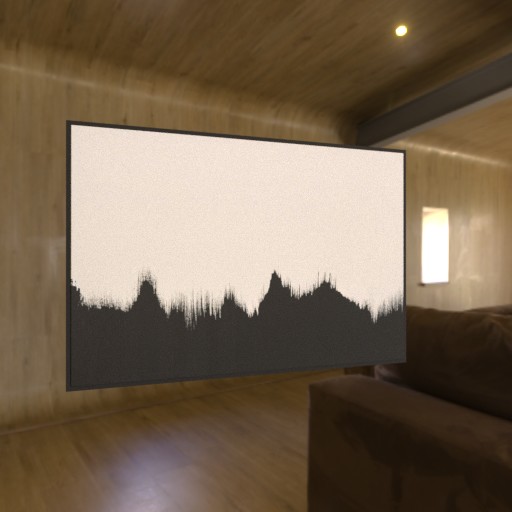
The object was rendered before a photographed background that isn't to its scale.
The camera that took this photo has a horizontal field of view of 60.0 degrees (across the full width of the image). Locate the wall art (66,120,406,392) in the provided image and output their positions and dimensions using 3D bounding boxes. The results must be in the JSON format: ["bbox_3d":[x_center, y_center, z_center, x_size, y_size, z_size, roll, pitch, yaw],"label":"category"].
[{"bbox_3d":[0.000,0.000,1.506,1.190,0.805,0.028,0,0,-18],"label":"wall art"}]
